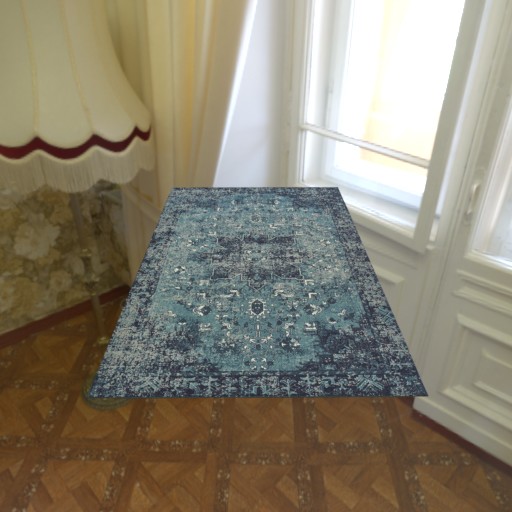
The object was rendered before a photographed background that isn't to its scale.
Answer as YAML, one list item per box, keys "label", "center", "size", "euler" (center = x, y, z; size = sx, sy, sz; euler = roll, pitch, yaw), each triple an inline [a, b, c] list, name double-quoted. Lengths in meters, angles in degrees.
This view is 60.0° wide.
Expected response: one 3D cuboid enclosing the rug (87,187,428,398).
- label: "rug"
  center: [0.000, 0.000, 3.015]
  size: [1.525, 0.007, 2.440]
  euler: [0, 31, 0]
